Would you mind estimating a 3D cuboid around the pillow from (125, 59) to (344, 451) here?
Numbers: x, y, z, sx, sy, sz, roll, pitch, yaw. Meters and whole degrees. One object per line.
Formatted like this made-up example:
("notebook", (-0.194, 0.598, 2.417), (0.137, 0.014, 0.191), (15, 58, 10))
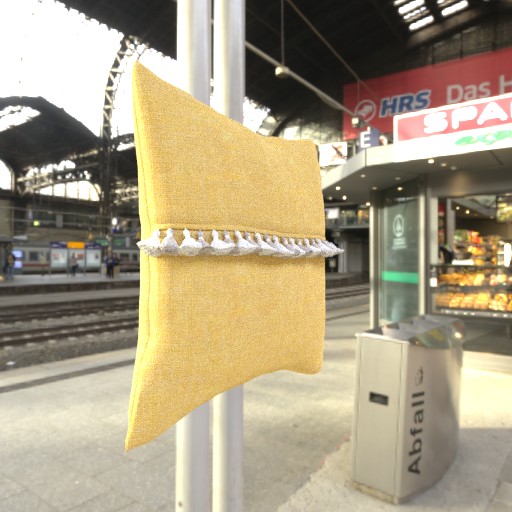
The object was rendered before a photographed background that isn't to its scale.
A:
("pillow", (0.000, 0.000, 0.722), (0.167, 0.481, 0.485), (-1, -1, 36))
